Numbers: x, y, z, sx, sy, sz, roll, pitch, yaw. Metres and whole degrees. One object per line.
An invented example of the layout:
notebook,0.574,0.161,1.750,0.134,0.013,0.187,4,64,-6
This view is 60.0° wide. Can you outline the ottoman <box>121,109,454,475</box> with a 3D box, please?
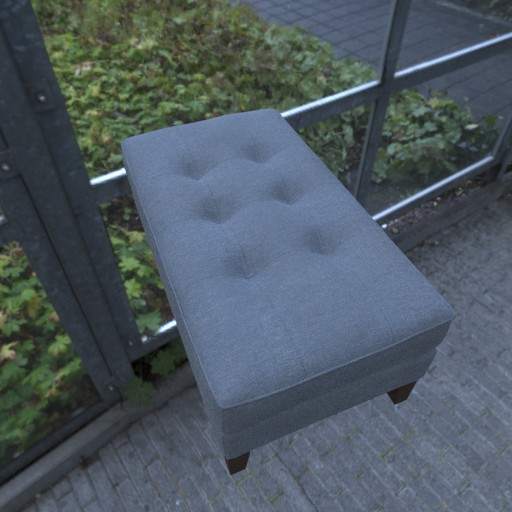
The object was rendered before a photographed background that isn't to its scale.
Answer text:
ottoman,0.000,0.000,1.493,0.648,0.514,1.143,-17,49,-15
